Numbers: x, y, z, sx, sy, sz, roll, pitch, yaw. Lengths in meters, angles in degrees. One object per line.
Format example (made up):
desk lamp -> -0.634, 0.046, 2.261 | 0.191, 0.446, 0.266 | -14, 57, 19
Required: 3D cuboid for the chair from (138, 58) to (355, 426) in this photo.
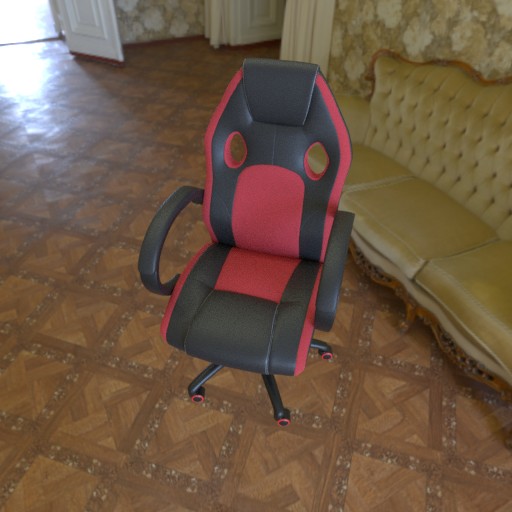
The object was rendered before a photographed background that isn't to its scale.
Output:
chair -> 0.000, 0.000, 1.623 | 0.673, 1.187, 0.724 | 11, 42, 12
